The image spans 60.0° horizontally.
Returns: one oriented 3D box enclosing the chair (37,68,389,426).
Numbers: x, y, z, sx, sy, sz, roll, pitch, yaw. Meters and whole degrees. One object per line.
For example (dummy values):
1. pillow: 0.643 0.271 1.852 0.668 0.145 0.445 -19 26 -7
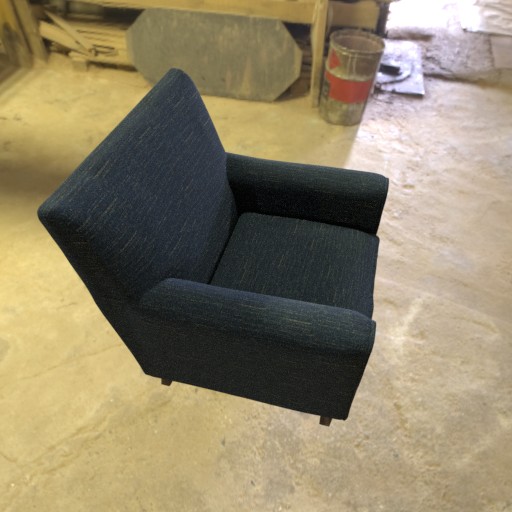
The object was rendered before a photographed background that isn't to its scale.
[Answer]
1. chair: 0.000 0.000 1.592 0.873 0.928 0.864 11 47 10
